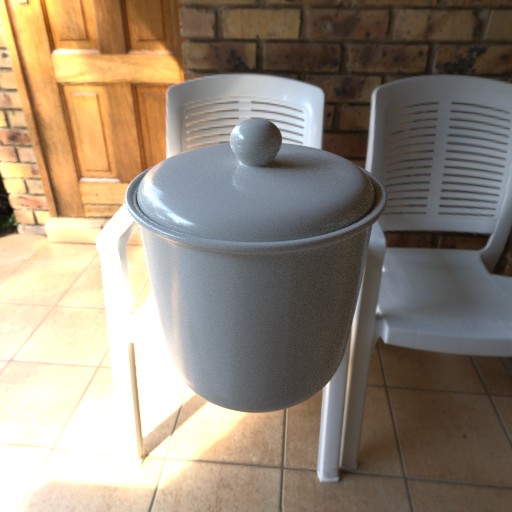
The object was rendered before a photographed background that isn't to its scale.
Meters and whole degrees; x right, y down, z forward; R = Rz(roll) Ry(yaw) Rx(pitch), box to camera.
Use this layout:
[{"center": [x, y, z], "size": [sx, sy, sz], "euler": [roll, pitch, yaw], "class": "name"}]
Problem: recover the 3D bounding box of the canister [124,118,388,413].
[{"center": [0.000, 0.000, 0.345], "size": [0.182, 0.208, 0.182], "euler": [0, 30, 0], "class": "canister"}]
